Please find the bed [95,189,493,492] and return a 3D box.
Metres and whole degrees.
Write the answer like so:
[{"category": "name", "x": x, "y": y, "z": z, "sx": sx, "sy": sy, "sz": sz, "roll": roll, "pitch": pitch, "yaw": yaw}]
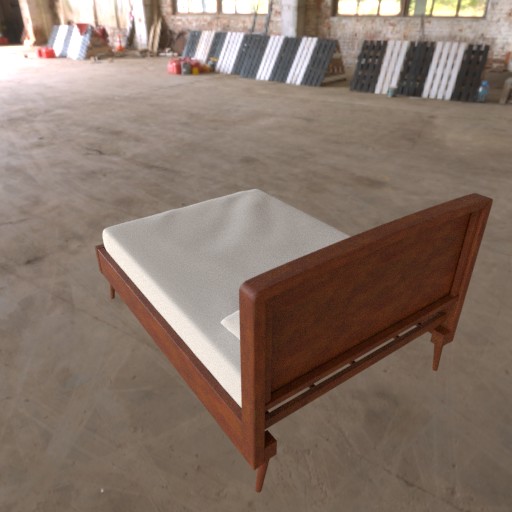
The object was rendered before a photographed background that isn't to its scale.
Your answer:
[{"category": "bed", "x": 0.000, "y": 0.000, "z": 3.068, "sx": 1.587, "sy": 1.275, "sz": 2.196, "roll": -20, "pitch": 35, "yaw": -30}]
